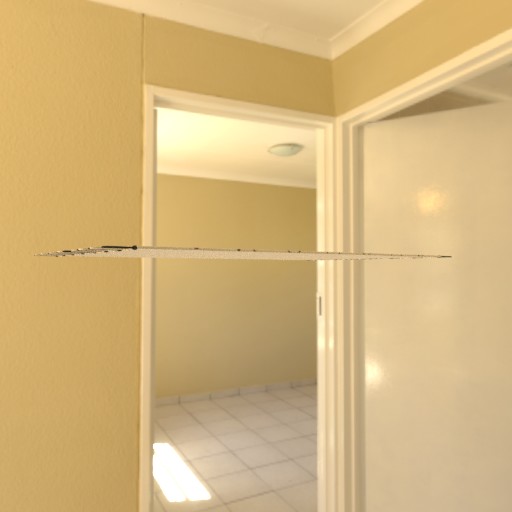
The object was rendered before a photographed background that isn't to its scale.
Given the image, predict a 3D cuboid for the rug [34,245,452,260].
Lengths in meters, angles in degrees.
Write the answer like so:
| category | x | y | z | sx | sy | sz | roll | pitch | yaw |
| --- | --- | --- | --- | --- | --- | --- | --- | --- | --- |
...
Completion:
| category | x | y | z | sx | sy | sz | roll | pitch | yaw |
| --- | --- | --- | --- | --- | --- | --- | --- | --- | --- |
| rug | 0.000 | 0.000 | 3.276 | 2.755 | 0.021 | 1.524 | 1 | -2 | -37 |
